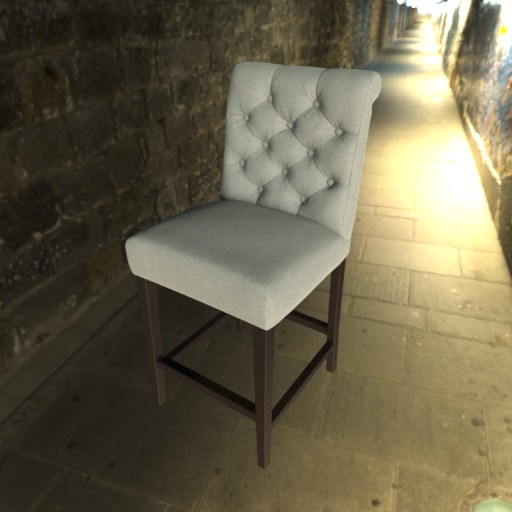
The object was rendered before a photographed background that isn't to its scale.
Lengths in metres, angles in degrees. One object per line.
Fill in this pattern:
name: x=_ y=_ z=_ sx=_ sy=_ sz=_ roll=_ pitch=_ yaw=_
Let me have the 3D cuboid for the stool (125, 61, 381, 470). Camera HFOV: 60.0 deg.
stool: x=0.000 y=0.000 z=1.363 sx=0.493 sy=1.040 sz=0.601 roll=18 pitch=34 yaw=29
